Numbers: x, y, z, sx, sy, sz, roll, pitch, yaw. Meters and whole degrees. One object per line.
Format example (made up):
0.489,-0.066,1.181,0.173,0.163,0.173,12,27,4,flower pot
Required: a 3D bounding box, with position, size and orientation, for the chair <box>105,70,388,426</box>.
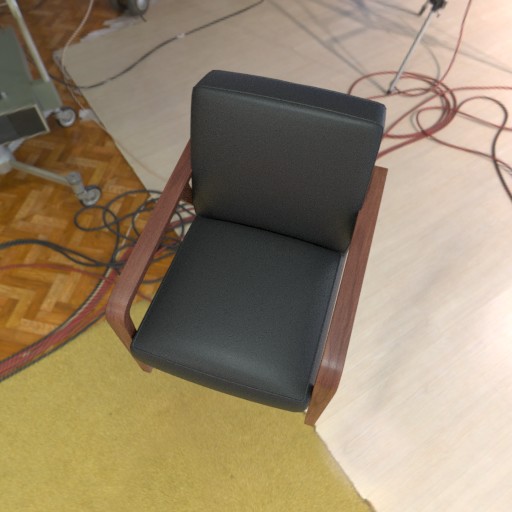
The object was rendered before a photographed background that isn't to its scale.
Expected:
0.000,0.000,1.529,0.719,0.861,0.889,15,59,9,chair
